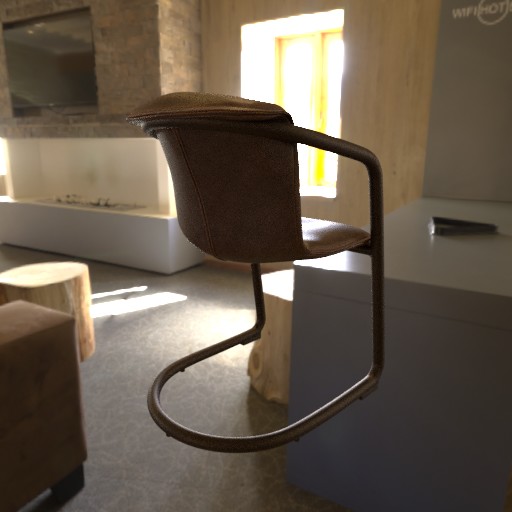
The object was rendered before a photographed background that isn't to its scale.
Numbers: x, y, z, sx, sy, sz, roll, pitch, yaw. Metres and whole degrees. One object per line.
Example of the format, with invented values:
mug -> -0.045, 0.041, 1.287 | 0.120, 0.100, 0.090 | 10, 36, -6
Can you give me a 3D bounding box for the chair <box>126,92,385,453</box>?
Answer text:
chair -> 0.000, 0.000, 1.248 | 0.664, 0.836, 0.536 | -14, 20, -43
